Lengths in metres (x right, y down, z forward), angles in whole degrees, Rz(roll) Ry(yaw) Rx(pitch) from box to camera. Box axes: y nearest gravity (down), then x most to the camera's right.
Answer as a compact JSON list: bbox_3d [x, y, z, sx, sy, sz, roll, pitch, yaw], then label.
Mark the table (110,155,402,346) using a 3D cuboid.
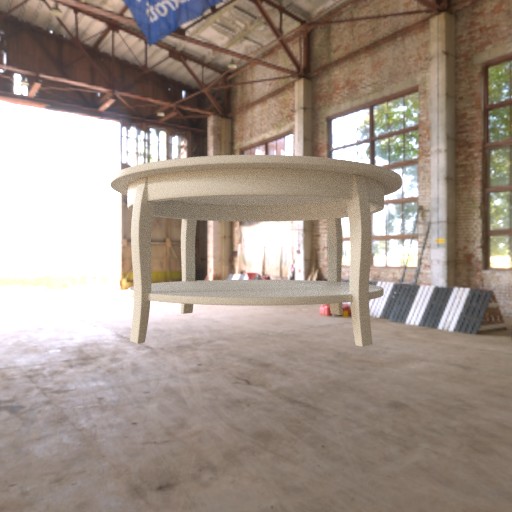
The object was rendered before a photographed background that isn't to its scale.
[{"bbox_3d":[0.000,0.000,1.454,0.910,0.457,0.910,0,0,0],"label":"table"}]
